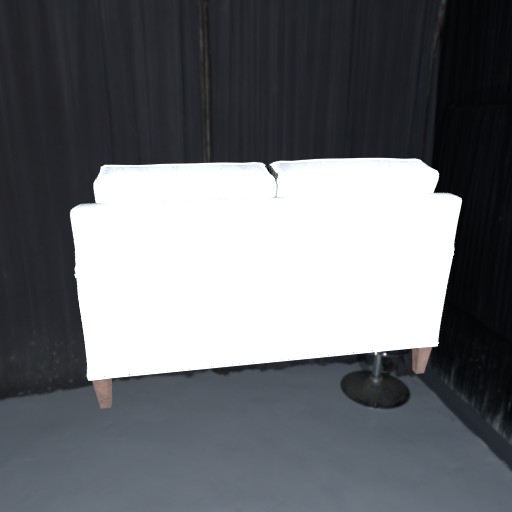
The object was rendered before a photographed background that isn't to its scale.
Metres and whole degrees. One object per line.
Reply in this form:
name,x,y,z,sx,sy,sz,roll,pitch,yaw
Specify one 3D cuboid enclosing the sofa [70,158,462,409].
sofa,0.000,0.000,2.248,1.597,1.003,1.084,-3,17,-11
